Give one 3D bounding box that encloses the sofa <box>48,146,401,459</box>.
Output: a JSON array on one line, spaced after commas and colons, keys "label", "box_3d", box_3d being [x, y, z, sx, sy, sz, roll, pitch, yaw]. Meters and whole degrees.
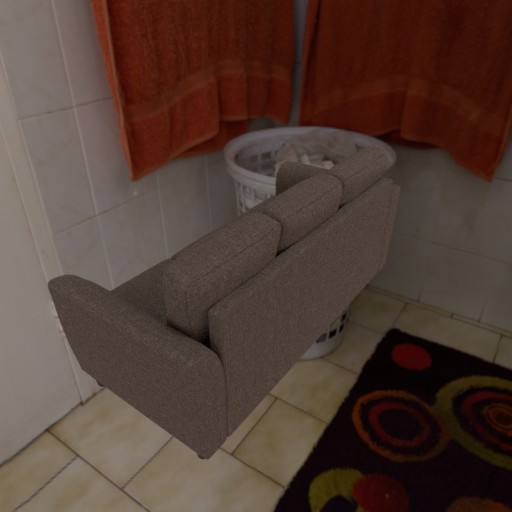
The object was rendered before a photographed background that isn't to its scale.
[{"label": "sofa", "box_3d": [0.000, 0.000, 2.346, 0.837, 0.891, 1.847, 21, 37, 30]}]
